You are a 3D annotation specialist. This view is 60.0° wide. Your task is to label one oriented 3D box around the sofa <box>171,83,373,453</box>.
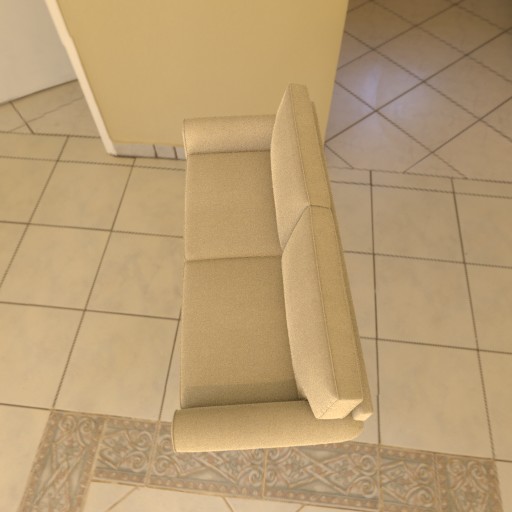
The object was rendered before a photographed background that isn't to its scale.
[{"bbox_3d":[0.000,0.000,2.647,0.901,0.962,2.146,-3,59,-2],"label":"sofa"}]
